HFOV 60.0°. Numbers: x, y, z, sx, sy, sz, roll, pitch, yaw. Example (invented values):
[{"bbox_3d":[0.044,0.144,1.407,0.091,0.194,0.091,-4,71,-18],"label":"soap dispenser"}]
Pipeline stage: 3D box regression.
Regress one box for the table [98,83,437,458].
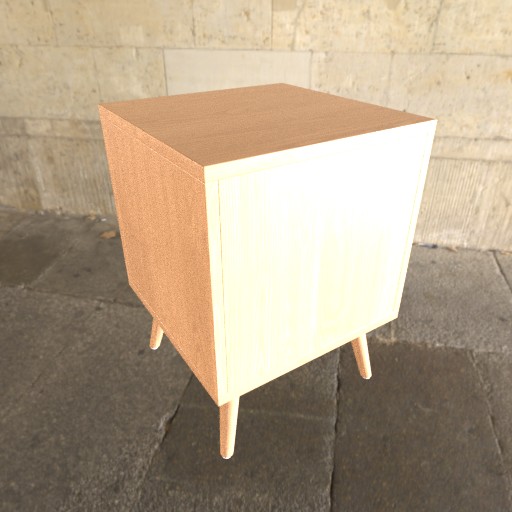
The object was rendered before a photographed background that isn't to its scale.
[{"bbox_3d":[0.000,0.000,0.864,0.400,0.550,0.400,-18,35,-28],"label":"table"}]
